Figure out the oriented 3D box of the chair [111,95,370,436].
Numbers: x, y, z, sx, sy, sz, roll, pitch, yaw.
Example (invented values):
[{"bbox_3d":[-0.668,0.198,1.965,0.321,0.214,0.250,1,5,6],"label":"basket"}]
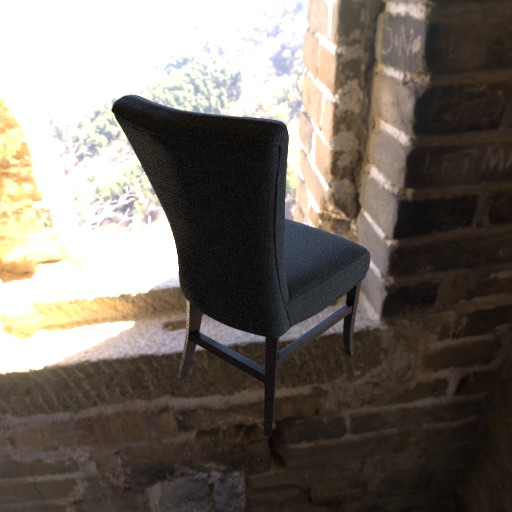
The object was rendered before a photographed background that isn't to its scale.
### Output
[{"bbox_3d":[0.000,0.000,1.400,0.520,0.991,0.660,21,36,32],"label":"chair"}]
